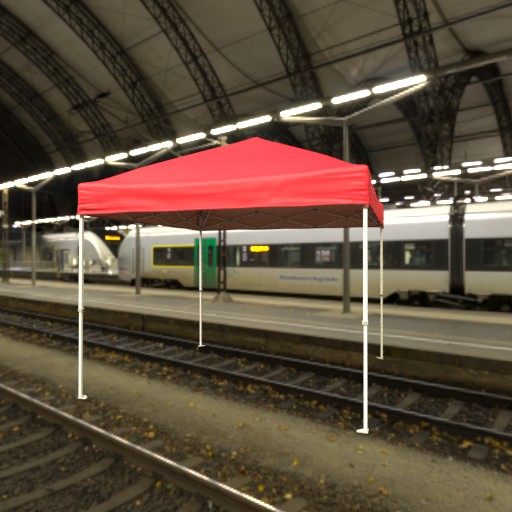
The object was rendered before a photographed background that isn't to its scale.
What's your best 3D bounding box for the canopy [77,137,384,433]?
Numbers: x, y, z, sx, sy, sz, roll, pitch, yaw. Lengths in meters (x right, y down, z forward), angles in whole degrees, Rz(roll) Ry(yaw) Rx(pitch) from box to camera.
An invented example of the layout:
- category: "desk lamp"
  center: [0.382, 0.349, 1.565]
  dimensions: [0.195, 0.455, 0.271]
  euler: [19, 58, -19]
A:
- category: "canopy"
  center: [0.000, 0.000, 5.599]
  dimensions: [2.998, 2.997, 2.996]
  euler: [0, 0, 18]
